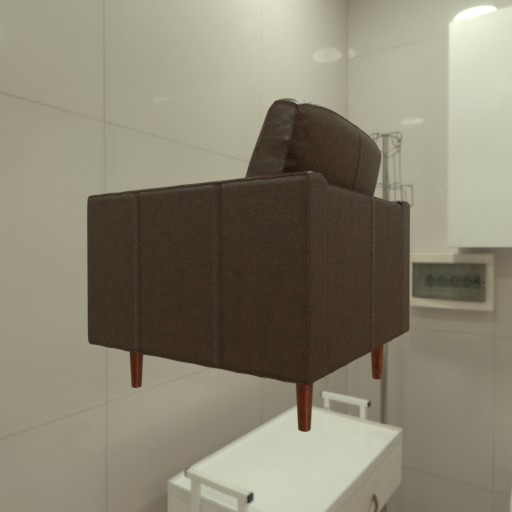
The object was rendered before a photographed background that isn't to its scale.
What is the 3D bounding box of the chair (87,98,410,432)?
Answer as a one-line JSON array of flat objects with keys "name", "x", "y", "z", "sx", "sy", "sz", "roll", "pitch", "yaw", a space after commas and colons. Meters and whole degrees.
[{"name": "chair", "x": 0.000, "y": 0.000, "z": 1.682, "sx": 0.909, "sy": 0.956, "sz": 0.890, "roll": 1, "pitch": 1, "yaw": 34}]
